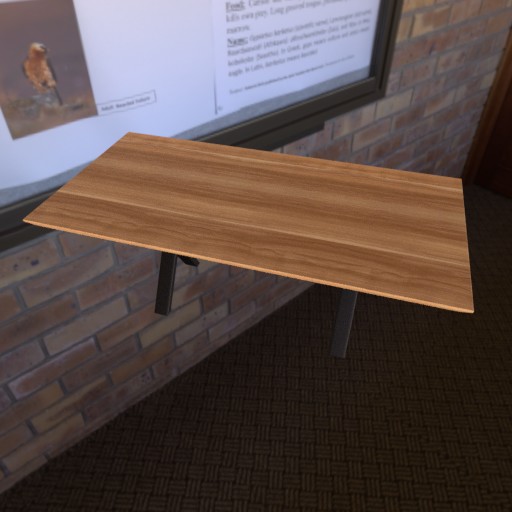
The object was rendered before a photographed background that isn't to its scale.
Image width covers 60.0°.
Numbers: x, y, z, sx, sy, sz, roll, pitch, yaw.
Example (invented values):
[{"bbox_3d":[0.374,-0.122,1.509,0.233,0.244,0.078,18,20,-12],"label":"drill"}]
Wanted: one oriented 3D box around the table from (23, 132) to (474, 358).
[{"bbox_3d":[0.000,0.000,2.485,2.000,0.770,1.000,11,42,13],"label":"table"}]
